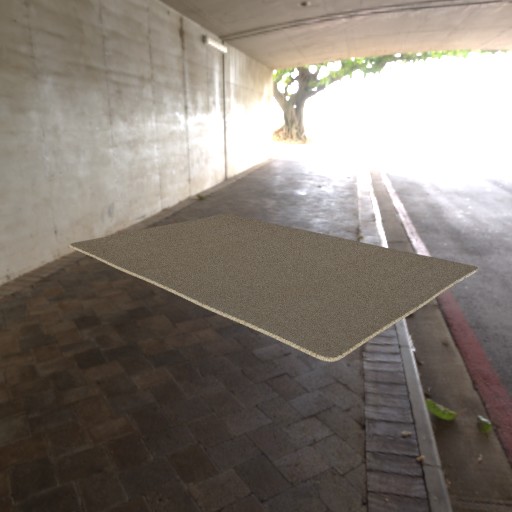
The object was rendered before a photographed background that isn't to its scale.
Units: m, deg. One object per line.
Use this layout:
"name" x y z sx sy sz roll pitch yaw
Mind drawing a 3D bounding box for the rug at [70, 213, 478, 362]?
"rug" 0.000 0.000 3.442 2.698 0.025 1.798 16 23 42
